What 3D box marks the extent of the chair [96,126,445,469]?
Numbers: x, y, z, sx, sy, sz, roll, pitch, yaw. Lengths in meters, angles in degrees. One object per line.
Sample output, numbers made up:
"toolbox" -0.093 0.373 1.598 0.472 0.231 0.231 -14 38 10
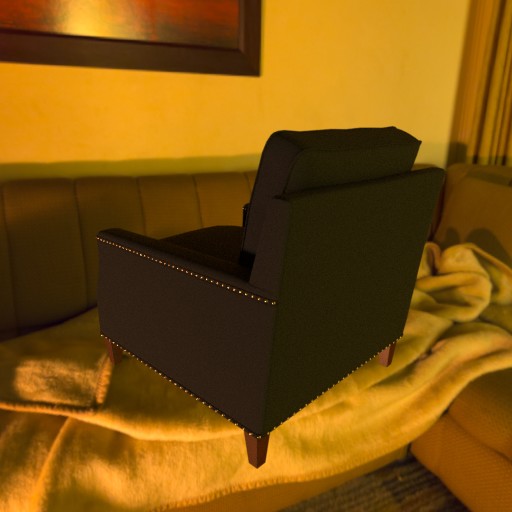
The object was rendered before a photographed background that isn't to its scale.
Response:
"chair" 0.000 0.000 1.674 1.014 0.943 0.853 16 23 42
